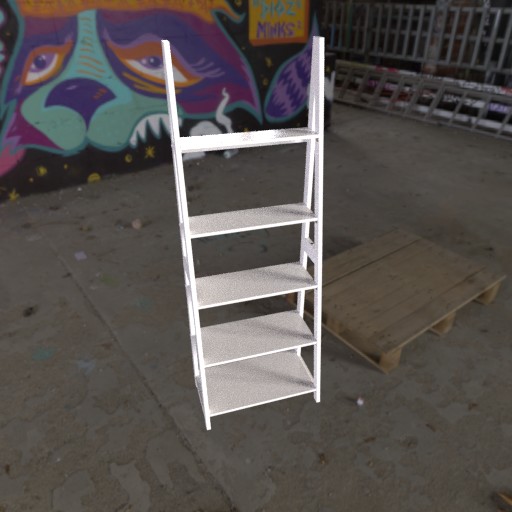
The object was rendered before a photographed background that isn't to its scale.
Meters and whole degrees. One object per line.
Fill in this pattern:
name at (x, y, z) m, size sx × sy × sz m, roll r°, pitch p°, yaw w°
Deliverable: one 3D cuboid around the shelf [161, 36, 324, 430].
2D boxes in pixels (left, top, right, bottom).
shelf at (0.000, 0.000, 2.041) m, size 0.636 × 1.779 × 0.341 m, roll -9°, pitch 32°, yaw -15°
